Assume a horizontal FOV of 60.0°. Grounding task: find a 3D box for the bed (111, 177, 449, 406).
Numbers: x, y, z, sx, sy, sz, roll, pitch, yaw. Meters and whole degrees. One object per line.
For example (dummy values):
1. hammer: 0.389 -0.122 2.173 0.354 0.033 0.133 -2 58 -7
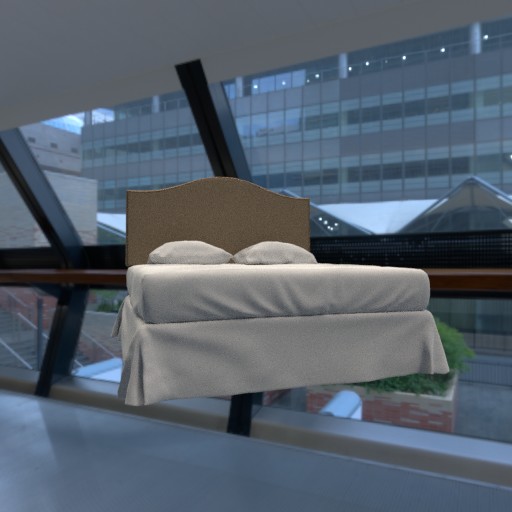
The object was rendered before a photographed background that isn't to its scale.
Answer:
1. bed: 0.000 0.000 3.726 2.311 1.651 2.222 0 0 -19
